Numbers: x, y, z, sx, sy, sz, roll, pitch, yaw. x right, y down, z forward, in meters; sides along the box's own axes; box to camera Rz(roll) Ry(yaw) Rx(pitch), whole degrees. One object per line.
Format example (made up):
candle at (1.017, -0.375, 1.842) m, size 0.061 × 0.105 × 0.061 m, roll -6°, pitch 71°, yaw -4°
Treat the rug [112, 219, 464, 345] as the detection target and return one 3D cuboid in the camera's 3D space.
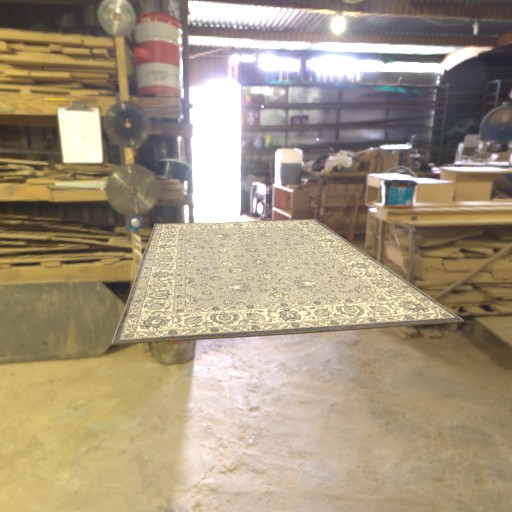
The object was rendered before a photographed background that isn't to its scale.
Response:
rug at (0.000, 0.000, 3.014) m, size 1.524 × 0.011 × 2.438 m, roll -2°, pitch 16°, yaw -8°
